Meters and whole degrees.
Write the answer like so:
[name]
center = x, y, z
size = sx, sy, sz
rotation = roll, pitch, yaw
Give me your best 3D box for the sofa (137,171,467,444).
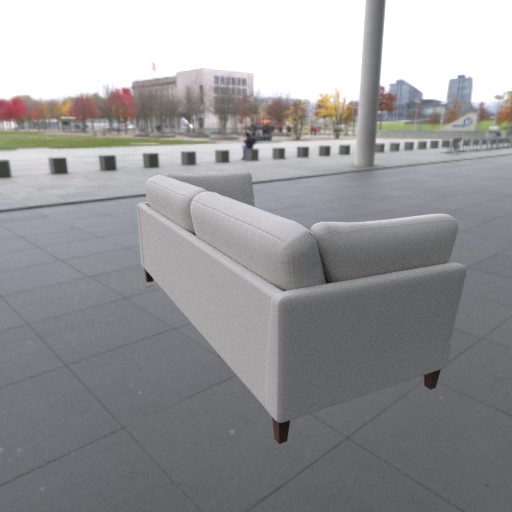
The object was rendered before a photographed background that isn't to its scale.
[sofa]
center = 0.000, 0.000, 2.756
size = 0.957, 0.863, 2.301
rotation = -8, 18, -26
